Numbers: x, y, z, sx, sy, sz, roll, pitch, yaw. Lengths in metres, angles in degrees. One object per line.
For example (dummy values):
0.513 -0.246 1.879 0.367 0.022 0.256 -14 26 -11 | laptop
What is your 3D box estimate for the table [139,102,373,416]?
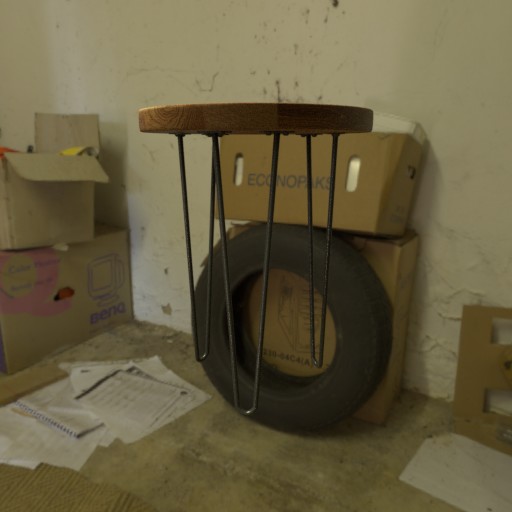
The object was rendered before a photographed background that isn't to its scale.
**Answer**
0.000 0.000 0.841 0.400 0.520 0.400 0 14 0 | table
